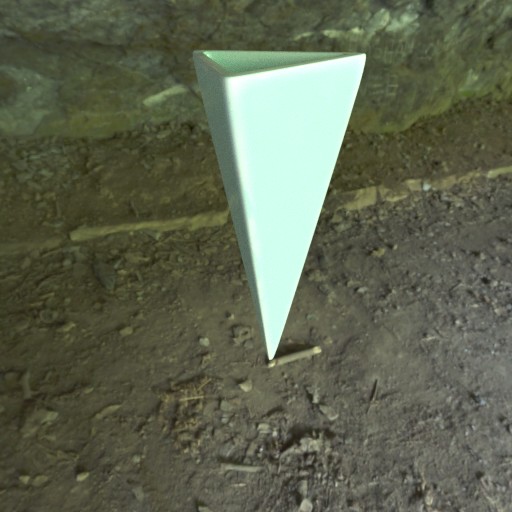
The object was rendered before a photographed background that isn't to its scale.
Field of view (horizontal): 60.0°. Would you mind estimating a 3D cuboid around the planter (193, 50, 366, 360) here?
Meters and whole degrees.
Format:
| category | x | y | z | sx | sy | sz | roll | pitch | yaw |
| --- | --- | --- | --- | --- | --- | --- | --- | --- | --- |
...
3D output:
| category | x | y | z | sx | sy | sz | roll | pitch | yaw |
| --- | --- | --- | --- | --- | --- | --- | --- | --- | --- |
| planter | 0.000 | 0.000 | 0.215 | 0.080 | 0.178 | 0.064 | 8 | 29 | 15 |
